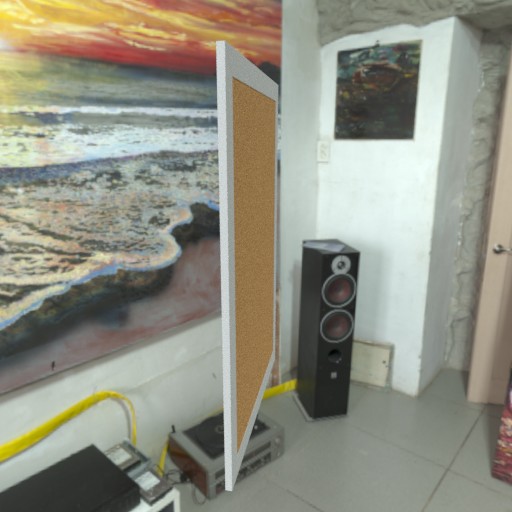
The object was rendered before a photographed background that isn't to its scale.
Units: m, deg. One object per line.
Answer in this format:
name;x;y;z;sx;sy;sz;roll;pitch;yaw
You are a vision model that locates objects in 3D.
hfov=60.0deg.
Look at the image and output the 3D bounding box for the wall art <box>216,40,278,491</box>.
wall art;0.000;0.000;0.839;0.011;0.659;0.454;3;15;11
